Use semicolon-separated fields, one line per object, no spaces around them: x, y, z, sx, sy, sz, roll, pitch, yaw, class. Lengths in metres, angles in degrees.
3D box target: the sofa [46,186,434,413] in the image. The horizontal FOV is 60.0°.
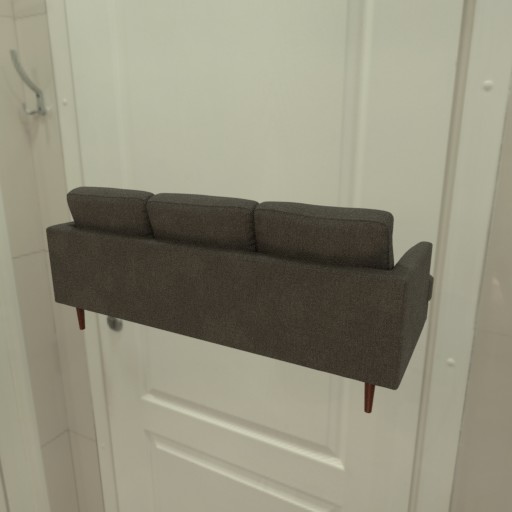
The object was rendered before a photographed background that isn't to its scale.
0.000;0.000;2.985;2.233;0.956;1.504;8;18;27;sofa
